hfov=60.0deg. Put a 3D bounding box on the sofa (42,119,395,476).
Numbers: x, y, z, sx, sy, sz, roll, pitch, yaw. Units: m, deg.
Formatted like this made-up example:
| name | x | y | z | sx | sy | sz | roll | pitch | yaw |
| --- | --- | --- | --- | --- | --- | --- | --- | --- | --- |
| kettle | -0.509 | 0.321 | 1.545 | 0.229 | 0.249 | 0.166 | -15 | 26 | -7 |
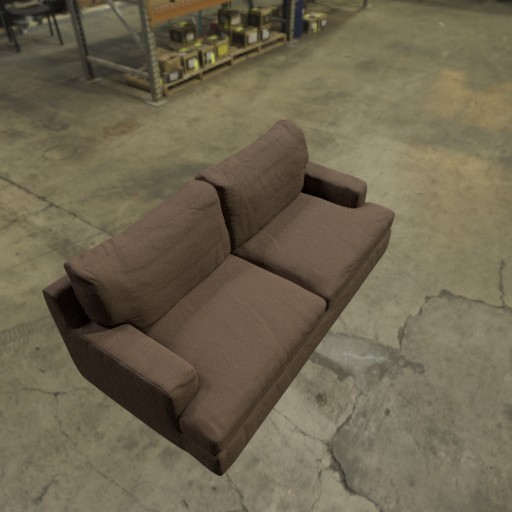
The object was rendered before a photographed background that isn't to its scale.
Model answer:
| name | x | y | z | sx | sy | sz | roll | pitch | yaw |
| --- | --- | --- | --- | --- | --- | --- | --- | --- | --- |
| sofa | 0.000 | 0.000 | 2.896 | 1.140 | 0.950 | 2.274 | 25 | 47 | 25 |
